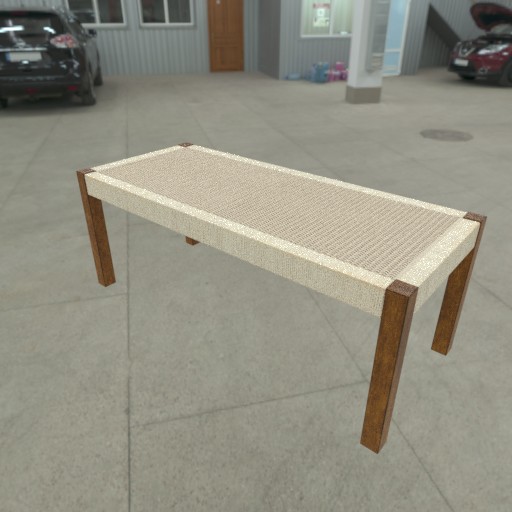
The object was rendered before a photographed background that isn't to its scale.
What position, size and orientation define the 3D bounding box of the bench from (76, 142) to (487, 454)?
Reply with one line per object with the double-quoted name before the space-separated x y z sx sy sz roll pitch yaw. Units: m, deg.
"bench" 0.000 0.000 1.469 1.198 0.457 0.507 22 36 34
